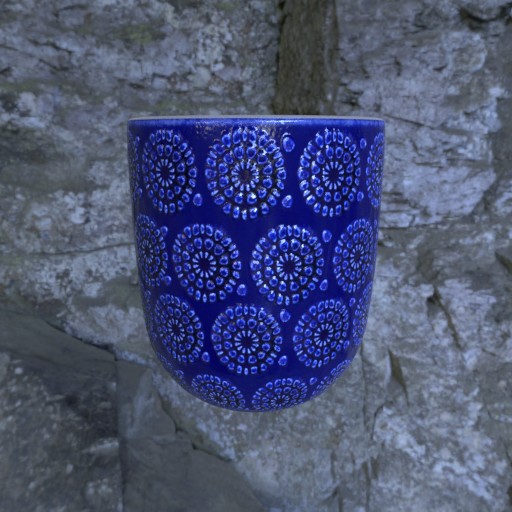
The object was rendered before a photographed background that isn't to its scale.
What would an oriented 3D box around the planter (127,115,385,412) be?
[{"bbox_3d":[0.000,0.000,0.350,0.184,0.206,0.184,0,16,0],"label":"planter"}]
